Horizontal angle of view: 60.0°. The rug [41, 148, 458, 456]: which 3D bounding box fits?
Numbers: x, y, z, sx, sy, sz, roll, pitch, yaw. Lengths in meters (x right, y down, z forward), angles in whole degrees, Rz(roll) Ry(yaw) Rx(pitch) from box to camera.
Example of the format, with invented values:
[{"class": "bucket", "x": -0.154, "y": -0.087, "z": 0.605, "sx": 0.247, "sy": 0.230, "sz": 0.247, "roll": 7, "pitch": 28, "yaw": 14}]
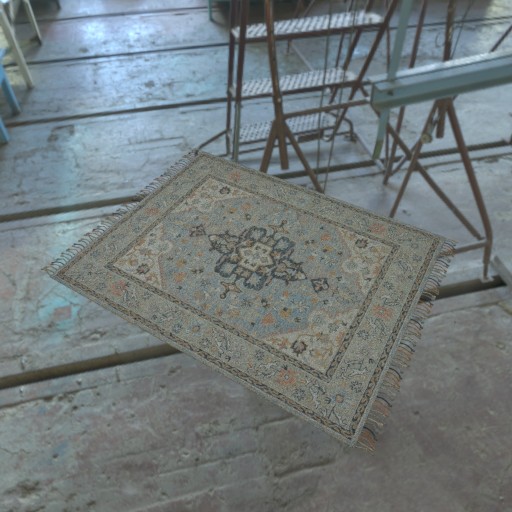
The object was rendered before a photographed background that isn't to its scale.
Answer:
[{"class": "rug", "x": 0.000, "y": 0.000, "z": 4.198, "sx": 3.221, "sy": 0.011, "sz": 2.379, "roll": 24, "pitch": 51, "yaw": 21}]
